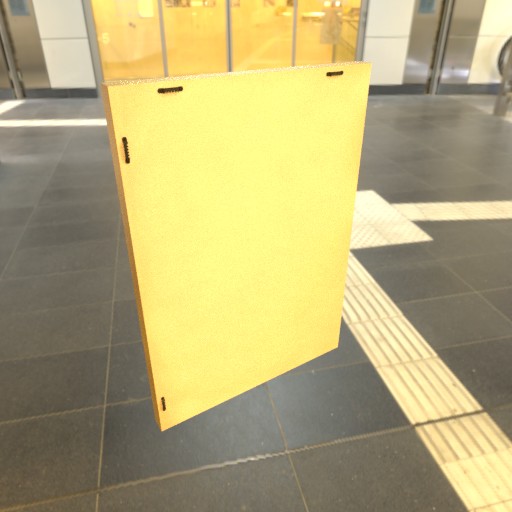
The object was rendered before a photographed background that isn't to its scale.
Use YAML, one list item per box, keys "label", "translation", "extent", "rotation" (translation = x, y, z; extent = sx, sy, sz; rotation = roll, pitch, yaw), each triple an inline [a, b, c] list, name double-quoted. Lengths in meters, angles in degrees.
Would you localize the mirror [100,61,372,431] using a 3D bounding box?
- label: "mirror"
  translation: [0.000, 0.000, 0.918]
  extent: [0.507, 0.710, 0.040]
  rotation: [-18, 34, -28]
